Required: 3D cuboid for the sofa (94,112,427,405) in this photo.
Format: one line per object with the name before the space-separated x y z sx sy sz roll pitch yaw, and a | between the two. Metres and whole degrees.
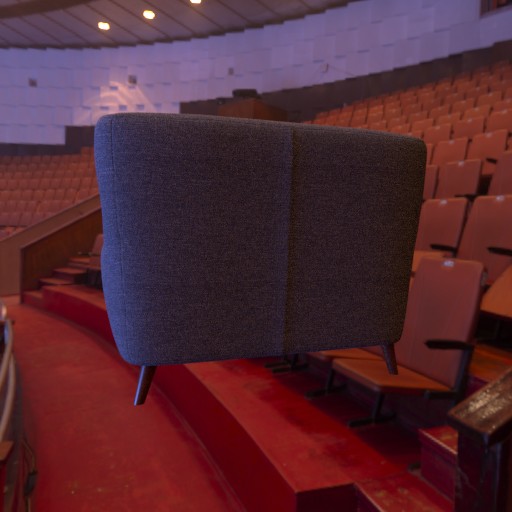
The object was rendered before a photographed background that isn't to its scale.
sofa | 0.000 0.000 2.017 1.358 1.028 0.874 -1 3 -18
